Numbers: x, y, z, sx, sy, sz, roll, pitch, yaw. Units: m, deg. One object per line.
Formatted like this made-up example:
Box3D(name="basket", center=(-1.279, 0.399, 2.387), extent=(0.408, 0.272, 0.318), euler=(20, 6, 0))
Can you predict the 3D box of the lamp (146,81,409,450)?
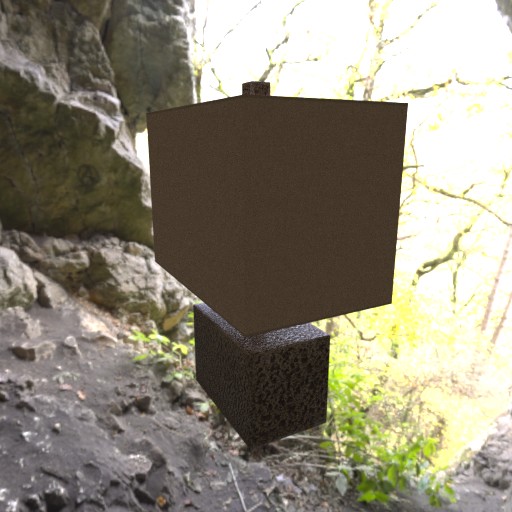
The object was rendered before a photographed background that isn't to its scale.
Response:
Box3D(name="lamp", center=(0.000, 0.000, 0.560), extent=(0.180, 0.411, 0.294), euler=(-8, 17, -27))
